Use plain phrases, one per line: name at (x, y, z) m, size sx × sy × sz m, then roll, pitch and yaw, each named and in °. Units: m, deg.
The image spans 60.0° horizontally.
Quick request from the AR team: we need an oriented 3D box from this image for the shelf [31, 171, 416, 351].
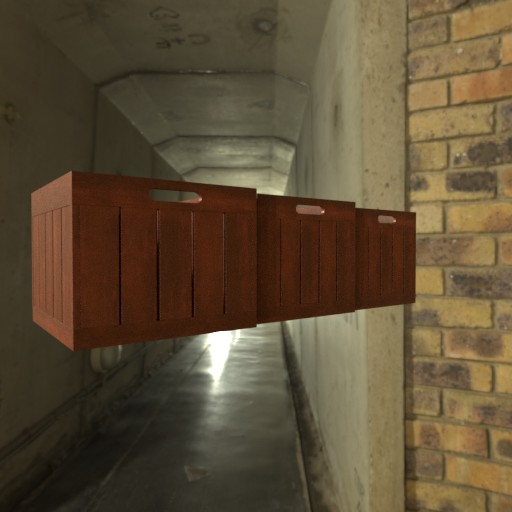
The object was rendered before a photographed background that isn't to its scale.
shelf at (0.000, 0.000, 1.234) m, size 1.064 × 0.311 × 0.393 m, roll -1°, pitch 1°, yaw -36°
